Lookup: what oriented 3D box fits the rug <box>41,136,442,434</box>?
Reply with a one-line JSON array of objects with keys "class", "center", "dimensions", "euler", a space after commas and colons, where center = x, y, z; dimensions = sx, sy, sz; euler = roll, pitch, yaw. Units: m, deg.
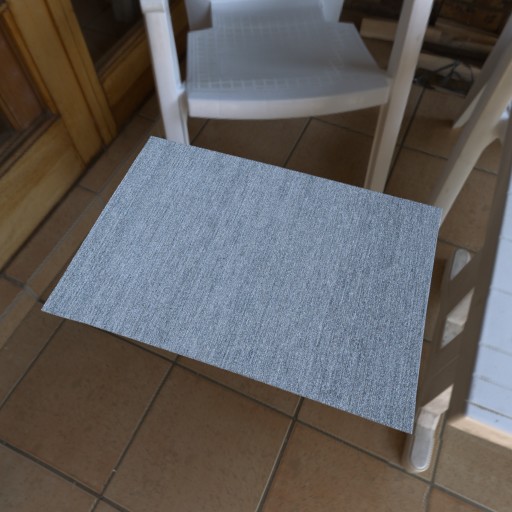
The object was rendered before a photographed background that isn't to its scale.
[{"class": "rug", "center": [0.000, 0.000, 3.005], "dimensions": [2.338, 0.030, 1.616], "euler": [16, 61, 9]}]
